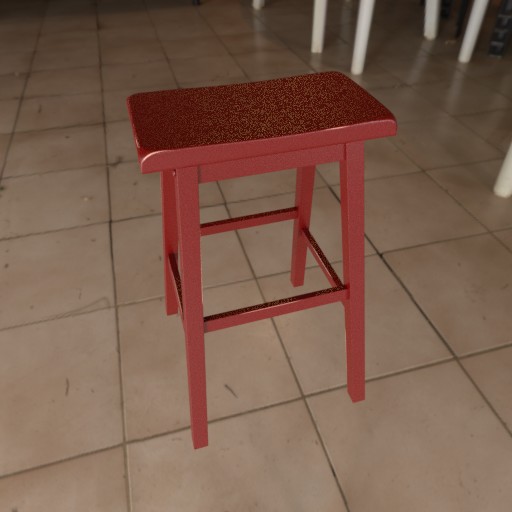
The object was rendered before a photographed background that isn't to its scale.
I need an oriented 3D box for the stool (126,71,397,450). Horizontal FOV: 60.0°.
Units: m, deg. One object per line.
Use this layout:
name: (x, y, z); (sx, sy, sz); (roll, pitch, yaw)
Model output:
stool: (0.000, 0.000, 1.047); (0.457, 0.737, 0.476); (-12, 43, -13)
